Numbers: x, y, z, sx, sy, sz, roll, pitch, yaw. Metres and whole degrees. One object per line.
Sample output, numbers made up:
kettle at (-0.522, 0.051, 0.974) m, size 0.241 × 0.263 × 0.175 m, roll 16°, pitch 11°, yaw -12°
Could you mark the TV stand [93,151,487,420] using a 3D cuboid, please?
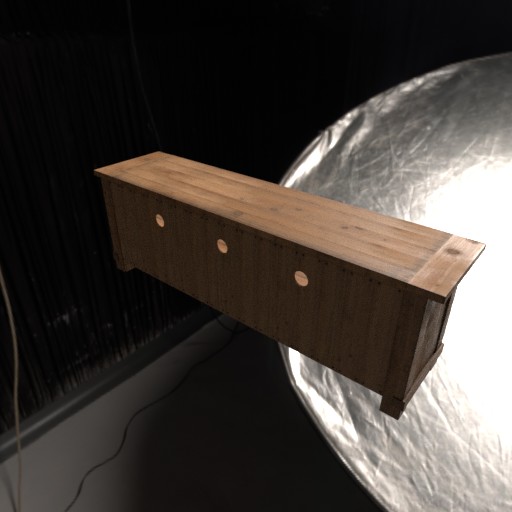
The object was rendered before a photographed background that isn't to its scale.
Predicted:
TV stand at (0.000, 0.000, 2.087) m, size 1.804 × 0.573 × 0.453 m, roll 22°, pitch 36°, yaw 33°
